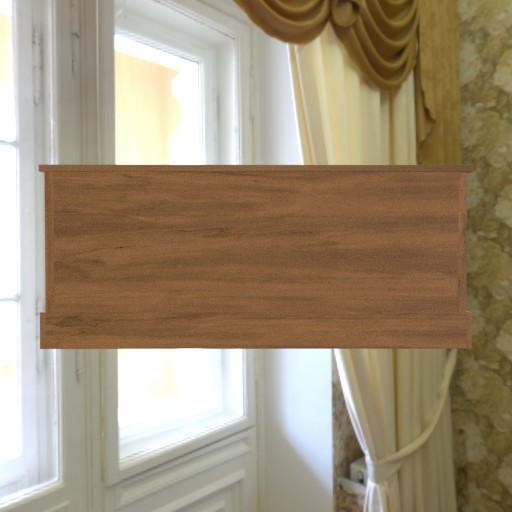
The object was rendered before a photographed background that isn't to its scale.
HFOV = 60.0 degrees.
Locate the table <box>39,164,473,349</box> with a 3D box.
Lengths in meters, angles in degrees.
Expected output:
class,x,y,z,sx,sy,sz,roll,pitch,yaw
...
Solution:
class,x,y,z,sx,sy,sz,roll,pitch,yaw
table,0.000,0.000,1.428,1.200,0.510,0.400,0,1,0
